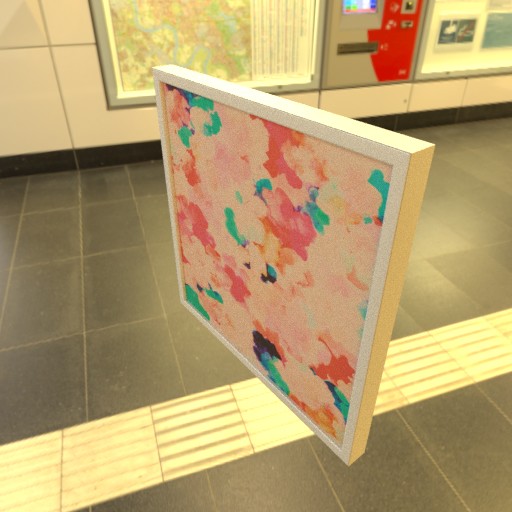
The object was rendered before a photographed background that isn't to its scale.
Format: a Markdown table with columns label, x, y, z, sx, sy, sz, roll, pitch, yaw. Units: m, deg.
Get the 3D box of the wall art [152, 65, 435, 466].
| label | x | y | z | sx | sy | sz | roll | pitch | yaw |
| --- | --- | --- | --- | --- | --- | --- | --- | --- | --- |
| wall art | 0.000 | 0.000 | 0.721 | 0.038 | 0.505 | 0.506 | -24 | 40 | -31 |
